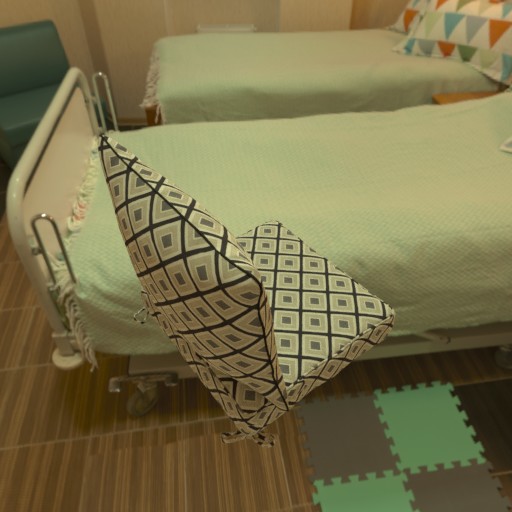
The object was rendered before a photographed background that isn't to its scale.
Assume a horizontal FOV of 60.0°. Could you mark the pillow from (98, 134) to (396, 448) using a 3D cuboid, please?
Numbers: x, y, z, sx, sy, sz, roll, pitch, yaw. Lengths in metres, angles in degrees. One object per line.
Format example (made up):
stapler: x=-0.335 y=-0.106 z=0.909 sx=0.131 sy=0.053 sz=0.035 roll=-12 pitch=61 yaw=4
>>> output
pillow: x=0.000 y=0.000 z=1.419 sx=0.733 sy=0.722 sz=0.798 roll=-27 pitch=48 yaw=-27
